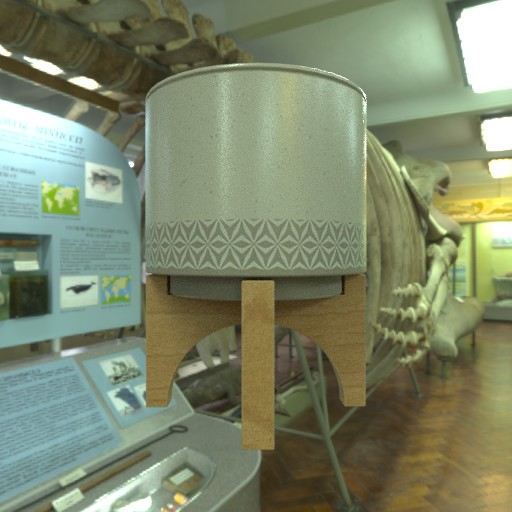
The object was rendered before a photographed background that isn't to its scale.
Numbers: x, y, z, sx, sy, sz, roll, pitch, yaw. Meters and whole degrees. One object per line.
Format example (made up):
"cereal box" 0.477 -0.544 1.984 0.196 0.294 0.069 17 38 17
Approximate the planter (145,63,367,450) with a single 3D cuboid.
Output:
"planter" 0.000 0.000 0.268 0.130 0.178 0.130 0 0 0
